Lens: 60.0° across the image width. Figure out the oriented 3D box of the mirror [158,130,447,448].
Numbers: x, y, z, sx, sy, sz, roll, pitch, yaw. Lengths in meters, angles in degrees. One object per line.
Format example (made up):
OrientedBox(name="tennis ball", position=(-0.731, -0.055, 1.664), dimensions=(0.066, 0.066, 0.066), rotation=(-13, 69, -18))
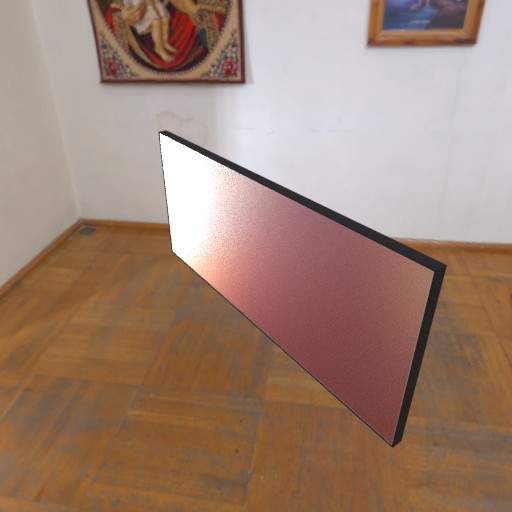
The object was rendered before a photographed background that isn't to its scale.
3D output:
OrientedBox(name="mirror", position=(0.000, 0.000, 1.838), dimensions=(0.047, 0.692, 1.584), rotation=(-20, 36, -30))
